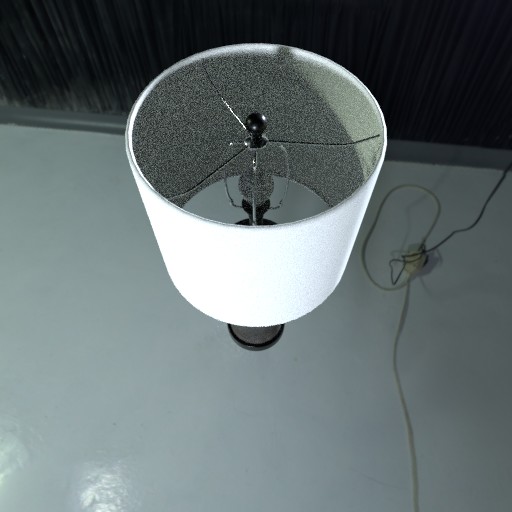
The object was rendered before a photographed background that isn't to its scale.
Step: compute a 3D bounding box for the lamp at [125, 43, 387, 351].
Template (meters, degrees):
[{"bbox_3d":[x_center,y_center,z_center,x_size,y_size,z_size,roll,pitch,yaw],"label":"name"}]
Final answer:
[{"bbox_3d":[0.000,0.000,0.783,0.305,0.634,0.305,2,59,1],"label":"lamp"}]
